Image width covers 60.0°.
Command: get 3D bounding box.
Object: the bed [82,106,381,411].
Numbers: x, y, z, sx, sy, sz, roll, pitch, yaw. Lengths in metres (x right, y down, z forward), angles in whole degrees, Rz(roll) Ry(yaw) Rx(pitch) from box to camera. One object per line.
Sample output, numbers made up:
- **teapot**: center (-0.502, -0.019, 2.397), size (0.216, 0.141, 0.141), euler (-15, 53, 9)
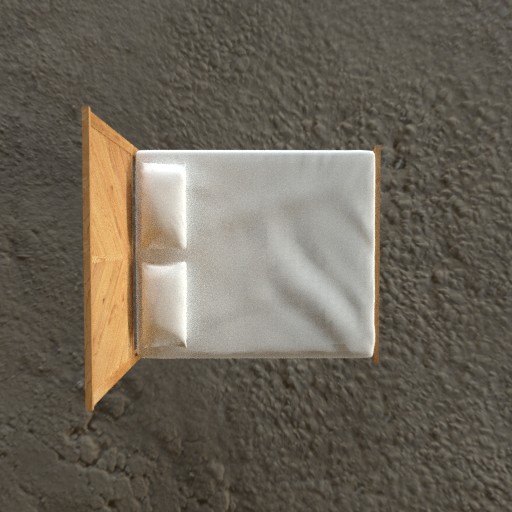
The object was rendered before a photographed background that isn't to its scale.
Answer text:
- **bed**: center (0.000, 0.000, 3.664), size (2.201, 1.686, 1.936), euler (0, 92, 0)
